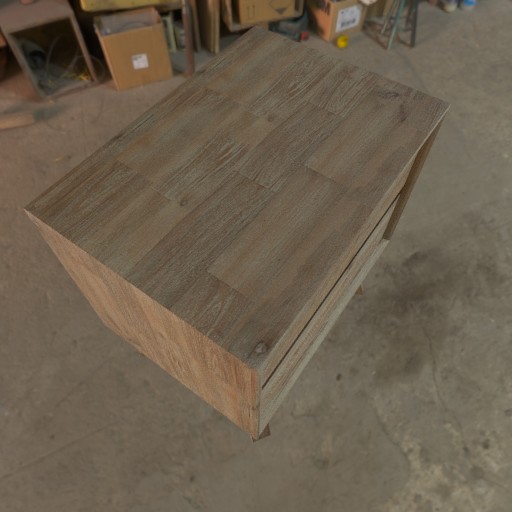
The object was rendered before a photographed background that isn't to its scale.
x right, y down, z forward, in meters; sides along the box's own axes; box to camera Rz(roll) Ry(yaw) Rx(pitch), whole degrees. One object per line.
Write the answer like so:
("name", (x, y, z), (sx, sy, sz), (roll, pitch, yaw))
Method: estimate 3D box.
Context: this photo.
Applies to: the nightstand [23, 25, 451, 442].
("nightstand", (0.000, 0.000, 0.918), (0.396, 0.589, 0.552), (31, 63, 18))
